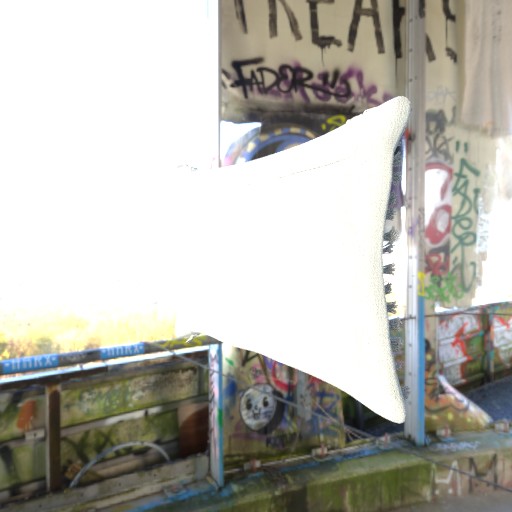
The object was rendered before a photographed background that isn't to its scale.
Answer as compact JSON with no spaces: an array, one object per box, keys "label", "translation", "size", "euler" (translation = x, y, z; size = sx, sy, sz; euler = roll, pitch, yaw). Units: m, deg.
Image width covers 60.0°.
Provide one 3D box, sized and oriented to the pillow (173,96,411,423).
[{"label":"pillow","translation":[0.000,0.000,0.587],"size":[0.084,0.305,0.466],"euler":[-1,2,-36]}]
